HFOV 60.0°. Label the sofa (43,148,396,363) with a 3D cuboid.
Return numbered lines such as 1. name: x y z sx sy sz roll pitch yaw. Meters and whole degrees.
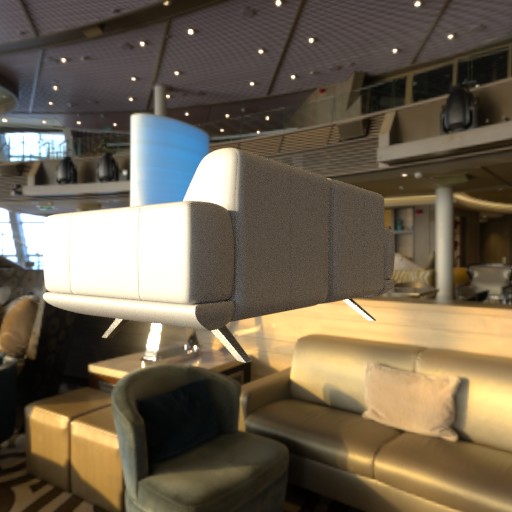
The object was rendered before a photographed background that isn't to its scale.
1. sofa: 0.000 0.000 2.369 0.900 0.772 1.901 0 0 36
